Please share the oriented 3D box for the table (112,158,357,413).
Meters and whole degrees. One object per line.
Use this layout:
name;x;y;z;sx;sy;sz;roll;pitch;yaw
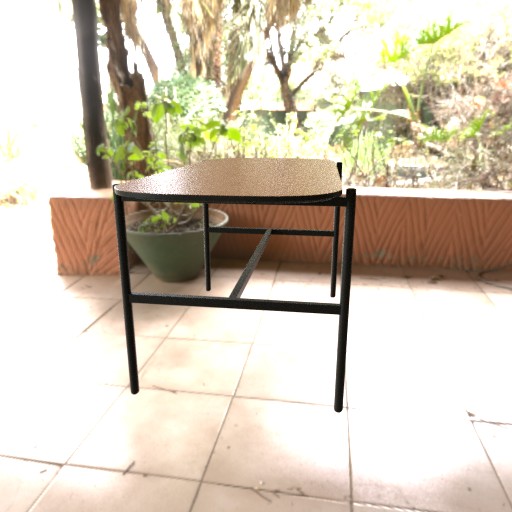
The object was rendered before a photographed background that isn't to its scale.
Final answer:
table;0.000;0.000;1.039;0.400;0.400;0.800;2;16;8
